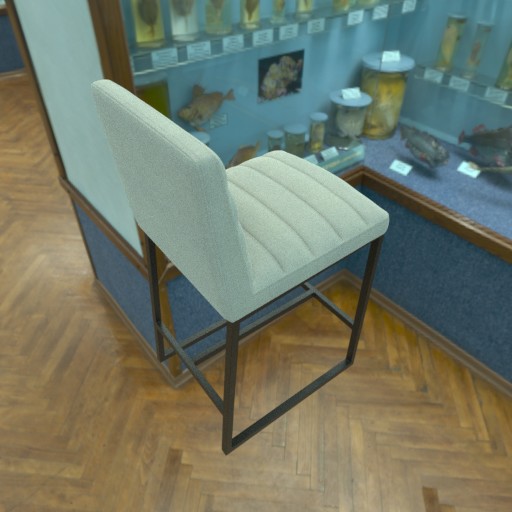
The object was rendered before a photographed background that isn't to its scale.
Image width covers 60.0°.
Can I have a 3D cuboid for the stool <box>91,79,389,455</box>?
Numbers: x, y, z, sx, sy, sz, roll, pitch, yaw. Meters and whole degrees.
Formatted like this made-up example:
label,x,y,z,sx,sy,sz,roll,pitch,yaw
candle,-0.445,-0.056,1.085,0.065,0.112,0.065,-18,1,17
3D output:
label,x,y,z,sx,sy,sz,roll,pitch,yaw
stool,0.000,0.000,1.241,0.567,0.971,0.459,-26,47,-27
